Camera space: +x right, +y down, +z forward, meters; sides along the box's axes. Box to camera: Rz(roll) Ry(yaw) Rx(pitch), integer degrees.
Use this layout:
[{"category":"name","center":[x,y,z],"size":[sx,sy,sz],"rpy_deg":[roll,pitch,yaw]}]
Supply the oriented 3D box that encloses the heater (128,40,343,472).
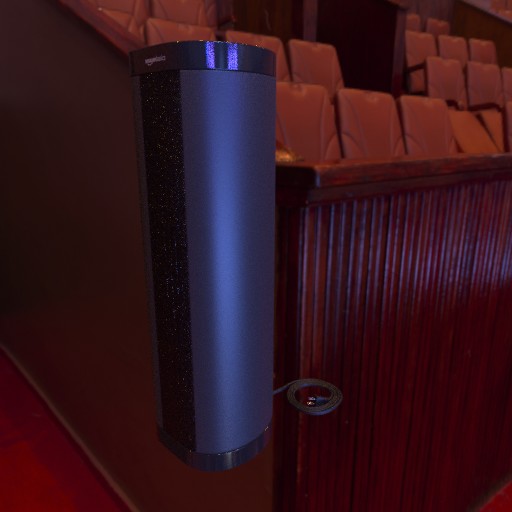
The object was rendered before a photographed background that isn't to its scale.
[{"category":"heater","center":[0.000,0.000,0.671],"size":[0.312,0.552,0.174],"rpy_deg":[-15,22,-42]}]
